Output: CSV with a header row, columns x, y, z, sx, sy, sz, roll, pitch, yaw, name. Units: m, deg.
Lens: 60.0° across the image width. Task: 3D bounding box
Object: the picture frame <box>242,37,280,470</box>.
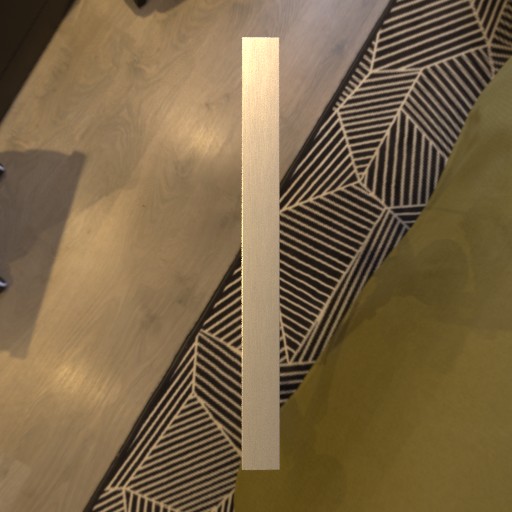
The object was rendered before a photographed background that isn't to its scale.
x,y,z,sx,sy,sz,roll,pitch,yaw,name
0.000,0.000,1.342,0.073,0.968,0.839,0,89,-1,picture frame
